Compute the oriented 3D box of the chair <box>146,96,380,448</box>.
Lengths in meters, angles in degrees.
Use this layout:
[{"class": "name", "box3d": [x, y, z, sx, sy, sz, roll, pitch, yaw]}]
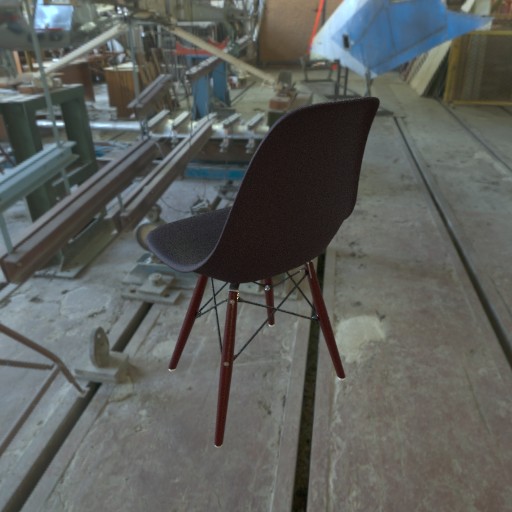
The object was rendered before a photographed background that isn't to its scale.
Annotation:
[{"class": "chair", "box3d": [0.000, 0.000, 1.123, 0.470, 0.826, 0.533, -19, 34, -31]}]
